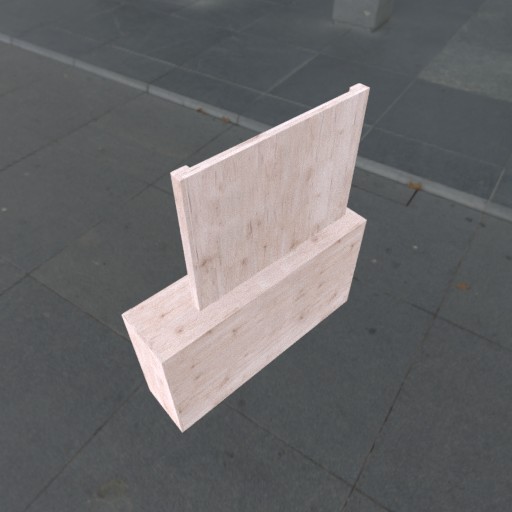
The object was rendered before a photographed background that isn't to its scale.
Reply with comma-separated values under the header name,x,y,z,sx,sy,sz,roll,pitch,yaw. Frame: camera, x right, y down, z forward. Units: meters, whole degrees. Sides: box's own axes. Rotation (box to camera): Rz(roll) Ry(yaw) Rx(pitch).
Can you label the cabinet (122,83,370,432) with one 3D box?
name,x,y,z,sx,sy,sz,roll,pitch,yaw
cabinet,0.000,0.000,2.782,1.700,1.981,0.420,-33,55,-27
